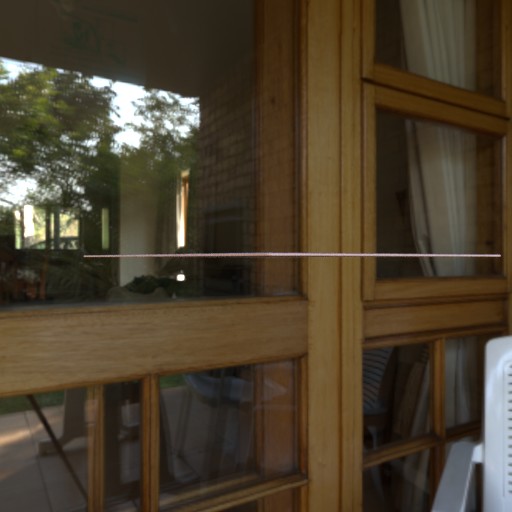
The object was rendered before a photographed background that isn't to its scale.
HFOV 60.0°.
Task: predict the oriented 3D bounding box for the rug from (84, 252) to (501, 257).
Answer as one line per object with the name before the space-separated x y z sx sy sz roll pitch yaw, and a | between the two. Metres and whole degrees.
rug | 0.000 0.000 2.242 1.219 0.009 1.829 0 0 -35
